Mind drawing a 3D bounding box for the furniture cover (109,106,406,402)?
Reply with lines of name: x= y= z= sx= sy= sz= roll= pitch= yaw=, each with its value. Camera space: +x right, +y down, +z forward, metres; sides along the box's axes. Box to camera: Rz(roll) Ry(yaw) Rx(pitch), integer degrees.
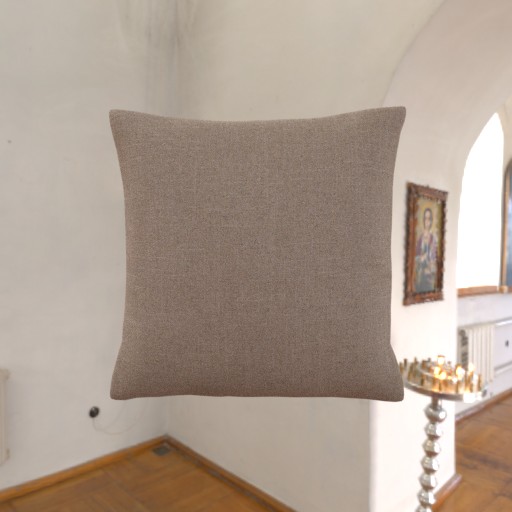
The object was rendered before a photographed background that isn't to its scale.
furniture cover: x=0.000 y=0.000 z=0.760 sx=0.511 sy=0.503 sz=0.162 roll=0 pitch=2 yaw=1
